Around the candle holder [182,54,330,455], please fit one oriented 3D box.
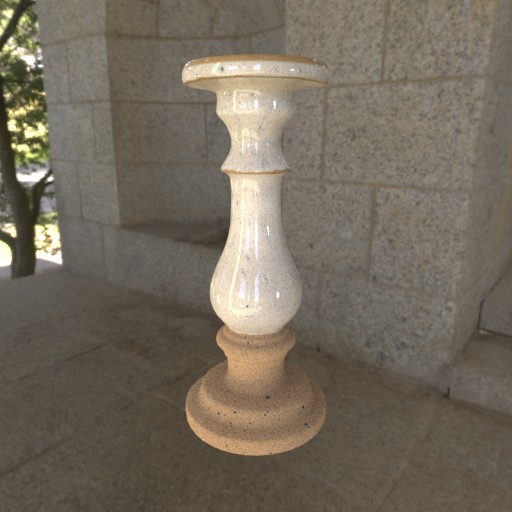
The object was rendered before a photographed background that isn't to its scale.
[{"bbox_3d":[0.000,0.000,0.255,0.088,0.203,0.088,0,15,0],"label":"candle holder"}]
